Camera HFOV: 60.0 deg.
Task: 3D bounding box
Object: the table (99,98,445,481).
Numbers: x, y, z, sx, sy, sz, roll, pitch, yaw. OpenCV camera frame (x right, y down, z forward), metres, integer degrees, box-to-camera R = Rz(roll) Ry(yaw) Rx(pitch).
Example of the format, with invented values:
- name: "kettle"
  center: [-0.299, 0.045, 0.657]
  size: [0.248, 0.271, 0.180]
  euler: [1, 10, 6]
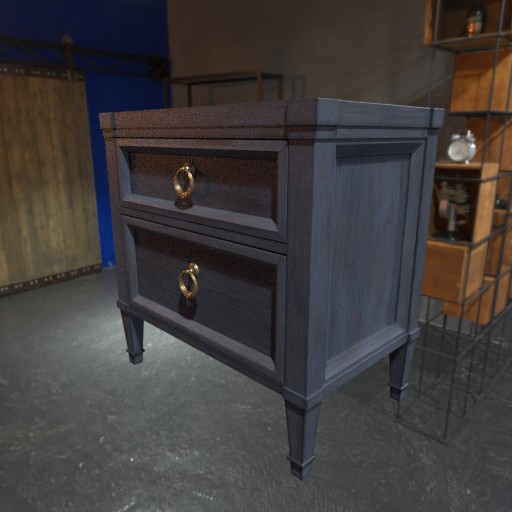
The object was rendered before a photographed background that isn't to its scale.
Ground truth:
- name: "table"
  center: [0.000, 0.000, 1.062]
  size: [0.413, 0.660, 0.660]
  euler: [-15, 21, -43]
